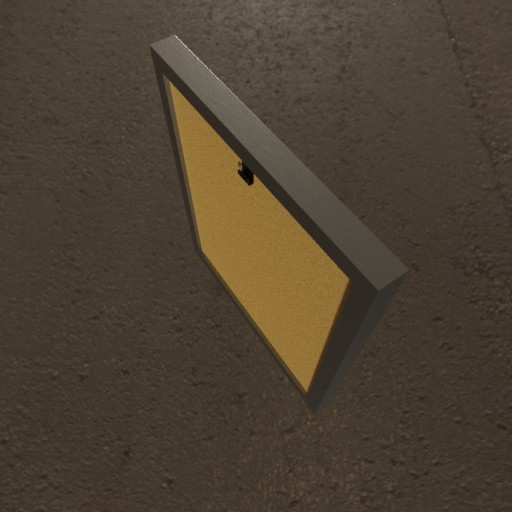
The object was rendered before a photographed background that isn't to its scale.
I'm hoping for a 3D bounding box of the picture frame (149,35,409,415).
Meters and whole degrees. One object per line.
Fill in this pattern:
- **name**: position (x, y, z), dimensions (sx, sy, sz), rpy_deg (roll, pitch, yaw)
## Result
- **picture frame**: position (0.000, 0.000, 1.353), dimensions (0.073, 0.968, 0.839), rpy_deg (-30, 63, -17)
